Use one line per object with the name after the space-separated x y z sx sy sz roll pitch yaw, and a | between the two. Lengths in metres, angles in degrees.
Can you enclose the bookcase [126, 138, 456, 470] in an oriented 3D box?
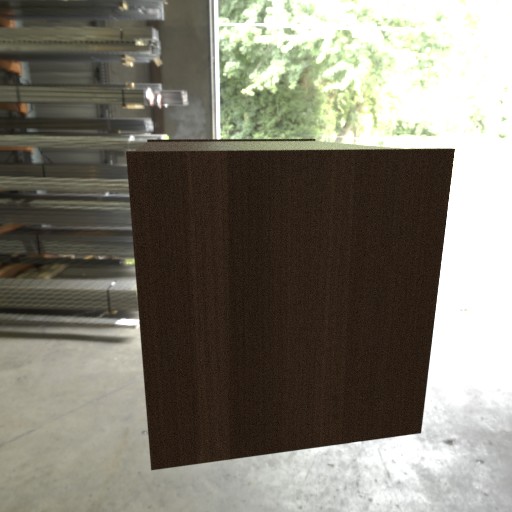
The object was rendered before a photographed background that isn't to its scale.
0.000 0.000 0.615 0.290 0.305 0.415 -3 16 -11 | bookcase
